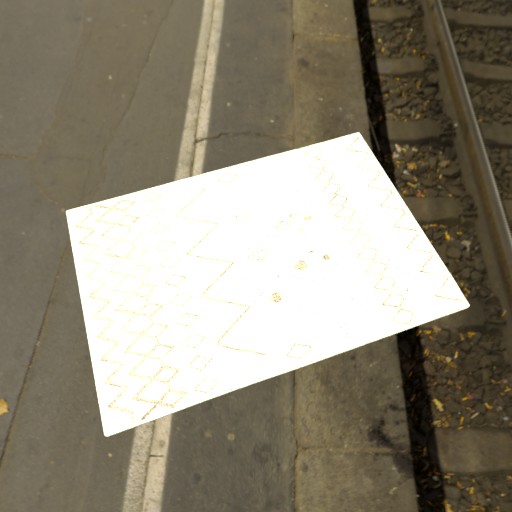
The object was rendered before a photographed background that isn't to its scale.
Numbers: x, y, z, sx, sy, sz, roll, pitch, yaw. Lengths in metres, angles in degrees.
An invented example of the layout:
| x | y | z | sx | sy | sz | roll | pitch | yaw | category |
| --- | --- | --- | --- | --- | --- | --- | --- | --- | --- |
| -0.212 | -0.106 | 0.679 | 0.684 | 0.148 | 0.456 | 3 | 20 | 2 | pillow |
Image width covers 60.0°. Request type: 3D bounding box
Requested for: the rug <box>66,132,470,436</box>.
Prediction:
| x | y | z | sx | sy | sz | roll | pitch | yaw | category |
| --- | --- | --- | --- | --- | --- | --- | --- | --- | --- |
| 0.000 | 0.000 | 2.346 | 1.820 | 0.009 | 1.260 | -17 | 62 | -10 | rug |
